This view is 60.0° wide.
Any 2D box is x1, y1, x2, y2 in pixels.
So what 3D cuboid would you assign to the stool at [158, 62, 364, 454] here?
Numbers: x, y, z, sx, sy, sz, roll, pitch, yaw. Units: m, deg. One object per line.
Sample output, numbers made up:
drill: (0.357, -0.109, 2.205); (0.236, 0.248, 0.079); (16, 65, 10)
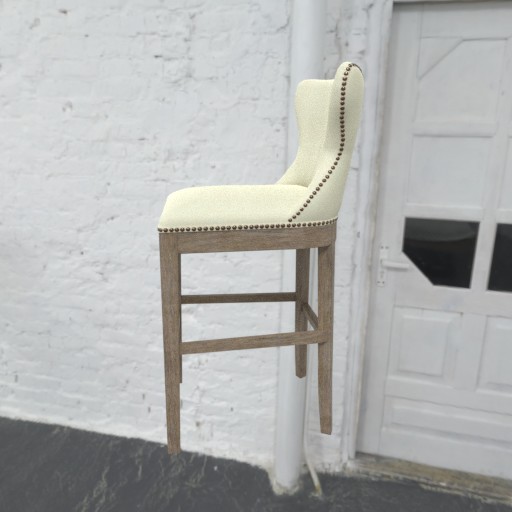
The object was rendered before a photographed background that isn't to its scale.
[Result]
stool: (0.000, 0.000, 1.447); (0.606, 1.123, 0.494); (-2, 16, -8)
